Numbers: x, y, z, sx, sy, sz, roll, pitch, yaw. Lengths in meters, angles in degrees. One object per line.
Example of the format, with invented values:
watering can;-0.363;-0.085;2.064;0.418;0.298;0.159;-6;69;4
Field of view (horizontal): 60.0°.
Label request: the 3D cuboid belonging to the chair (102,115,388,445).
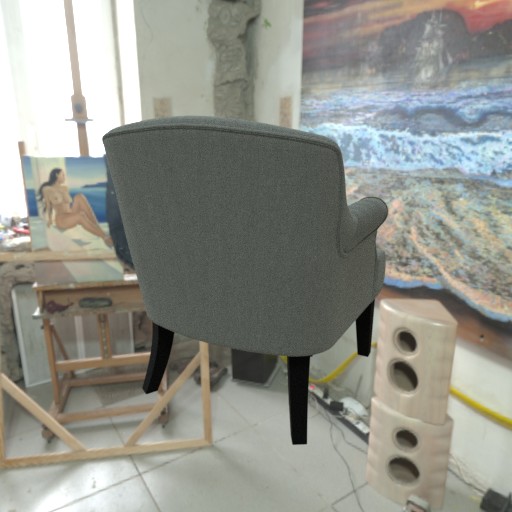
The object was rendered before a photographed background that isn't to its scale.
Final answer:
chair;0.000;0.000;1.472;0.772;0.880;0.755;8;19;26
